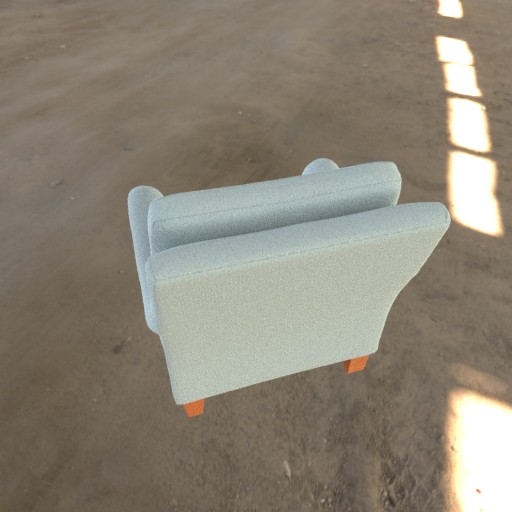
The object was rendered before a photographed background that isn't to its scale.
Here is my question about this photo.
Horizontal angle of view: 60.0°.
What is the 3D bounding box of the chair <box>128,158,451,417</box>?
[{"bbox_3d":[0.000,0.000,1.858,0.955,1.038,1.070,-11,41,-13],"label":"chair"}]
